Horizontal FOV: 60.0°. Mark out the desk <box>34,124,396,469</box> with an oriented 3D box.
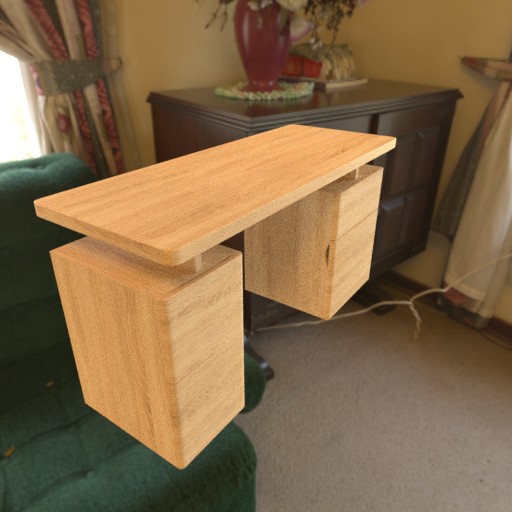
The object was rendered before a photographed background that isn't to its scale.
[{"bbox_3d":[0.000,0.000,1.772,0.550,0.760,1.400,18,32,31],"label":"desk"}]
